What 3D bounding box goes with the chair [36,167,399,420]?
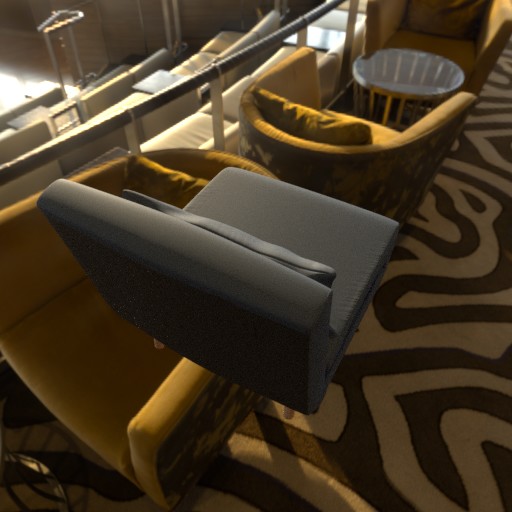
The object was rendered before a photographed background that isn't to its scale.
[{"bbox_3d":[0.000,0.000,1.493,0.770,0.808,0.900,22,49,21],"label":"chair"}]
